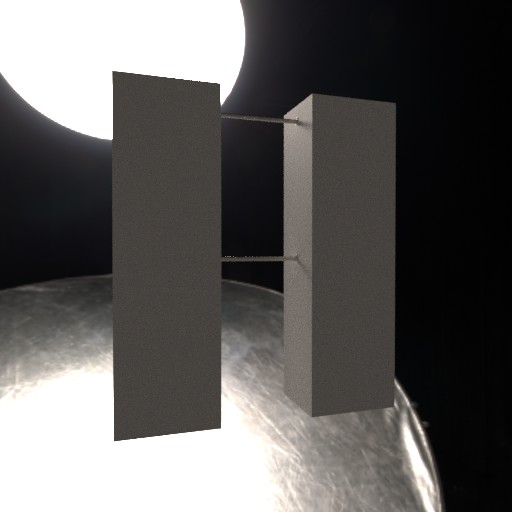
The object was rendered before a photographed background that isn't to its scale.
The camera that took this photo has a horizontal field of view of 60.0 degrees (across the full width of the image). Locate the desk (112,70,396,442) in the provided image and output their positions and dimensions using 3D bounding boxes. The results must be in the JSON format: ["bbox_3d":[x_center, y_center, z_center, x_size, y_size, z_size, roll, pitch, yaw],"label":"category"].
[{"bbox_3d":[0.000,0.000,2.879,1.770,2.000,0.480,0,1,-18],"label":"desk"}]
